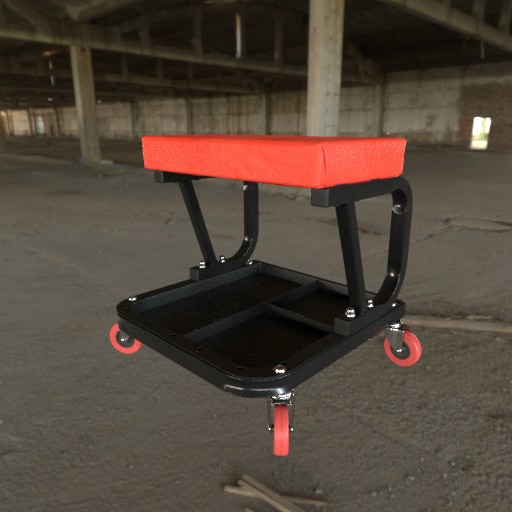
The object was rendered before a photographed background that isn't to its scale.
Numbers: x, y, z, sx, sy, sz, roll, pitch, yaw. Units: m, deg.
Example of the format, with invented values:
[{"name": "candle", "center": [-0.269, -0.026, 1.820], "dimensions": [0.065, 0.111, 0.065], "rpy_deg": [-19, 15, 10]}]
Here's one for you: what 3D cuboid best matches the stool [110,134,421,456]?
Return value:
[{"name": "stool", "center": [0.000, 0.000, 0.729], "dimensions": [0.446, 0.380, 0.371], "rpy_deg": [15, 22, 41]}]
